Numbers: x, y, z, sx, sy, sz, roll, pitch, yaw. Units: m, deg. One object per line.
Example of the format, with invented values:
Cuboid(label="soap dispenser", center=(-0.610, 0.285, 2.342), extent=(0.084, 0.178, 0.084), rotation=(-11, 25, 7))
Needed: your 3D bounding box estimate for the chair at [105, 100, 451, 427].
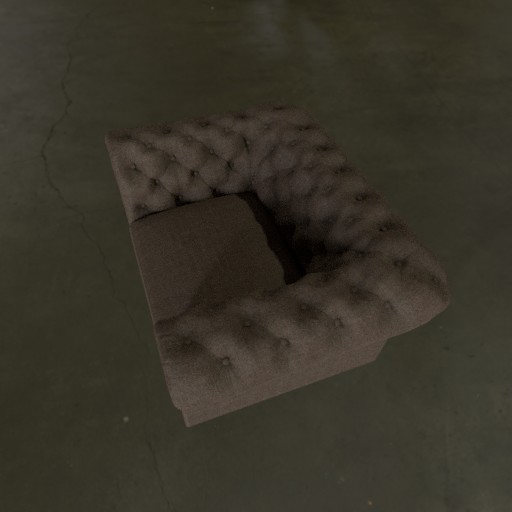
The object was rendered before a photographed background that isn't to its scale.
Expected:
Cuboid(label="chair", center=(0.000, 0.000, 1.859), extent=(0.945, 0.780, 1.298), rotation=(-15, 49, -14))
